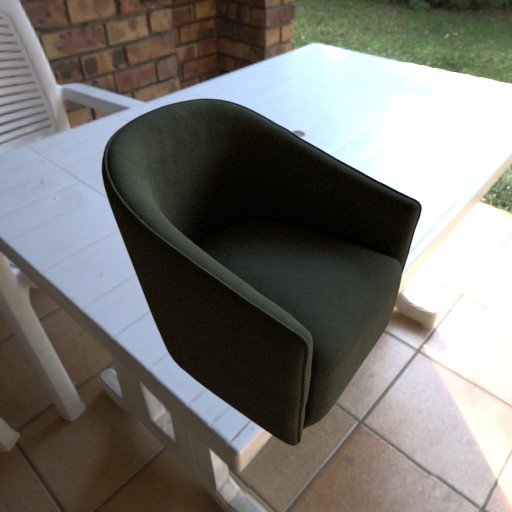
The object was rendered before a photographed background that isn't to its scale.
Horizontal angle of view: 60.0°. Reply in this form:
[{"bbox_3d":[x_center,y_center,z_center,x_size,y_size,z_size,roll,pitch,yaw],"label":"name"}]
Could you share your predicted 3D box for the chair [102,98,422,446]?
[{"bbox_3d":[0.000,0.000,1.486,0.875,0.799,0.747,26,46,27],"label":"chair"}]
